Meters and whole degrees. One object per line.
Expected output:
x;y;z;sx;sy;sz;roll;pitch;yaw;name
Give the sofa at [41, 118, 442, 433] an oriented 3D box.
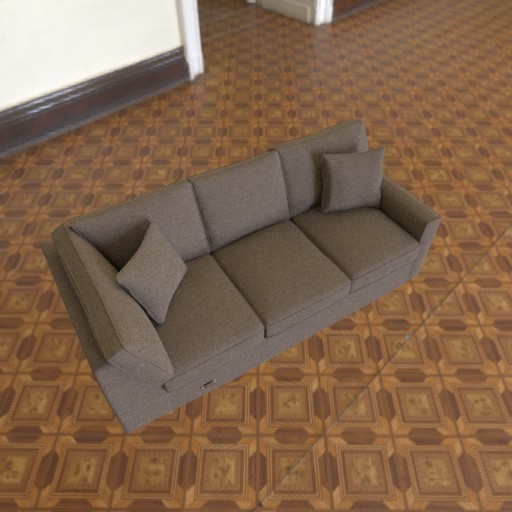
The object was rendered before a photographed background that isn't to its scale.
0.000;0.000;2.888;2.317;0.962;1.061;-24;51;-21;sofa
